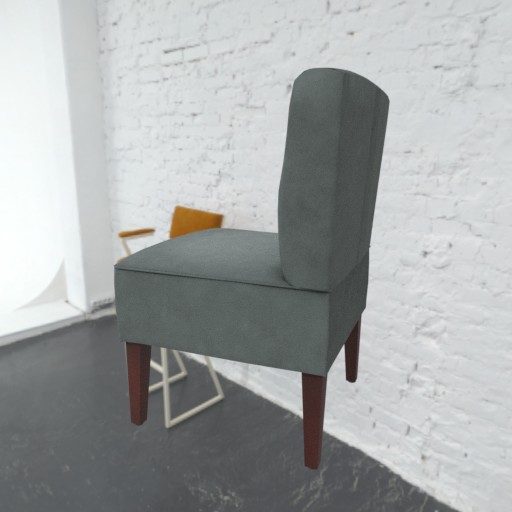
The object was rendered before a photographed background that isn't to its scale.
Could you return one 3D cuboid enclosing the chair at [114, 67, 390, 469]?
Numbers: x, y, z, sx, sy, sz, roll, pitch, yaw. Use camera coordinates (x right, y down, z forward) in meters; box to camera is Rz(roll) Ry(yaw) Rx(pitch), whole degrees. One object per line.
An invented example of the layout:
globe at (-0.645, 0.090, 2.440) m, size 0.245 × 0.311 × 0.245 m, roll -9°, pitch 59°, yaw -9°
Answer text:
chair at (0.000, 0.000, 1.119) m, size 0.554 × 0.806 × 0.521 m, roll 6°, pitch 15°, yaw 23°
